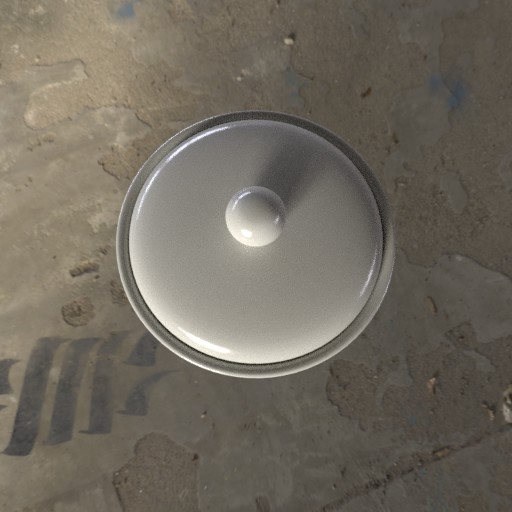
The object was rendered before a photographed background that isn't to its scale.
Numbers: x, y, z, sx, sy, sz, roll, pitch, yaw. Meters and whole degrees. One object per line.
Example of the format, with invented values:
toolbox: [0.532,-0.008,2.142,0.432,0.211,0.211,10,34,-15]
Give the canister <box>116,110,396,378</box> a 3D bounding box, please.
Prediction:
canister: [0.000,0.000,0.345,0.182,0.208,0.182,0,75,0]
